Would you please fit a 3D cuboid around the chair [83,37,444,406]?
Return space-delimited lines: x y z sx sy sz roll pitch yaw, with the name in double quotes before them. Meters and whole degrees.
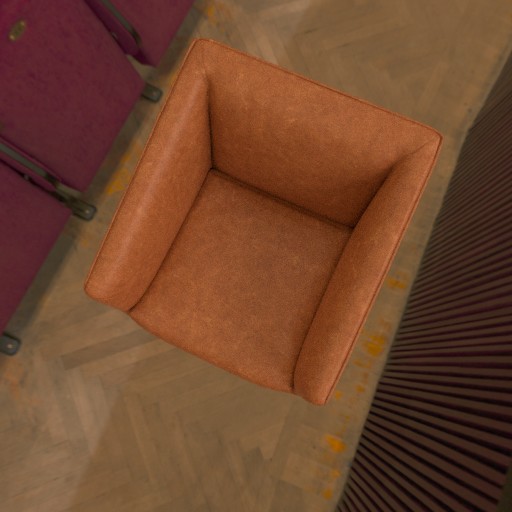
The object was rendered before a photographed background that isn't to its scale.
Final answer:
"chair" 0.000 0.000 1.230 0.588 0.760 0.625 24 77 6
